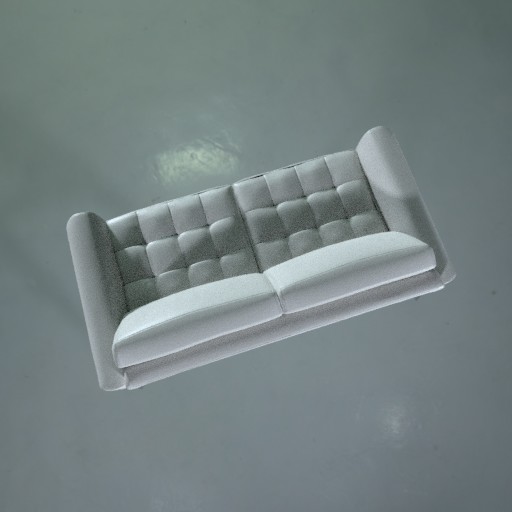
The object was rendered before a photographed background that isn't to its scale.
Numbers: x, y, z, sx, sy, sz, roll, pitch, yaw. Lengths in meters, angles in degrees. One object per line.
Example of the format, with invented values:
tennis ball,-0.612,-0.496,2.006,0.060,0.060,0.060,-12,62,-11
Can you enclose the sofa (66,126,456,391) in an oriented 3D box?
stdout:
sofa,0.000,0.000,2.784,2.177,0.930,1.121,-17,76,-4
